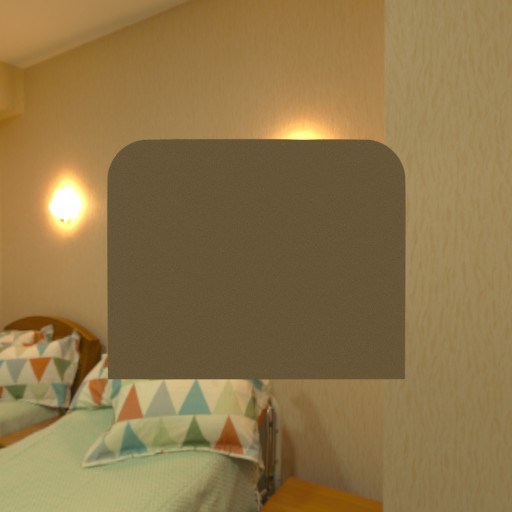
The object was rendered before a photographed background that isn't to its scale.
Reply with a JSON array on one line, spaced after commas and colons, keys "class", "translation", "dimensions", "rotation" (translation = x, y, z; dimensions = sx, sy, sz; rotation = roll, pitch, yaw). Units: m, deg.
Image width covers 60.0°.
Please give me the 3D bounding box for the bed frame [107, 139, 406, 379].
[{"class": "bed frame", "translation": [0.000, 0.000, 2.463], "dimensions": [0.998, 0.805, 1.963], "rotation": [0, 1, 0]}]
